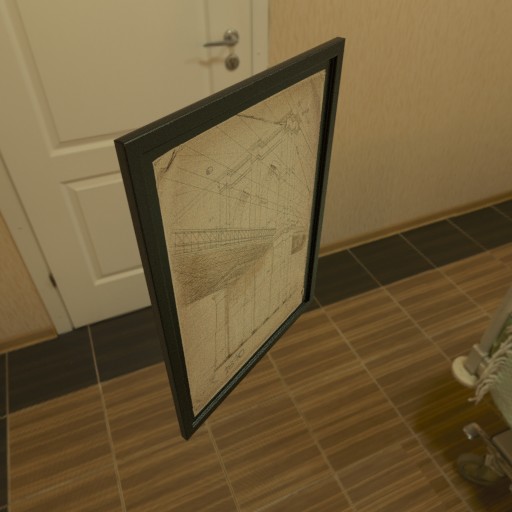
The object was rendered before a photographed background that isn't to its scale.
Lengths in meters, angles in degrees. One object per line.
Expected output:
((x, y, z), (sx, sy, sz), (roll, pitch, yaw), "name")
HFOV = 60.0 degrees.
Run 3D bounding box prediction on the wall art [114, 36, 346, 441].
((0.000, 0.000, 0.829), (0.016, 0.657, 0.480), (27, 48, 27), "wall art")
